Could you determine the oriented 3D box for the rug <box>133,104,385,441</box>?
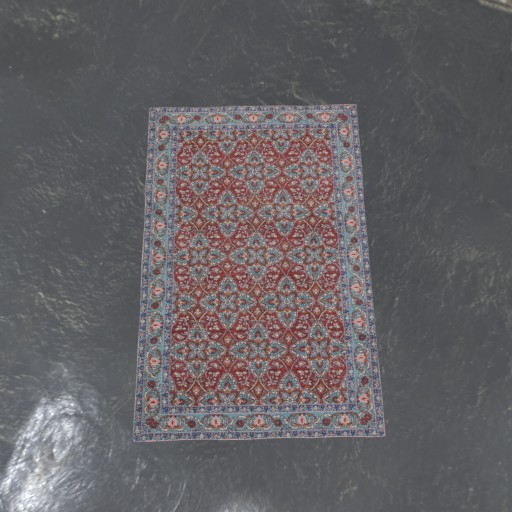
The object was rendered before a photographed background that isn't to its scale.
[{"bbox_3d":[0.000,0.000,2.372,1.219,0.009,1.829,-1,75,0],"label":"rug"}]
